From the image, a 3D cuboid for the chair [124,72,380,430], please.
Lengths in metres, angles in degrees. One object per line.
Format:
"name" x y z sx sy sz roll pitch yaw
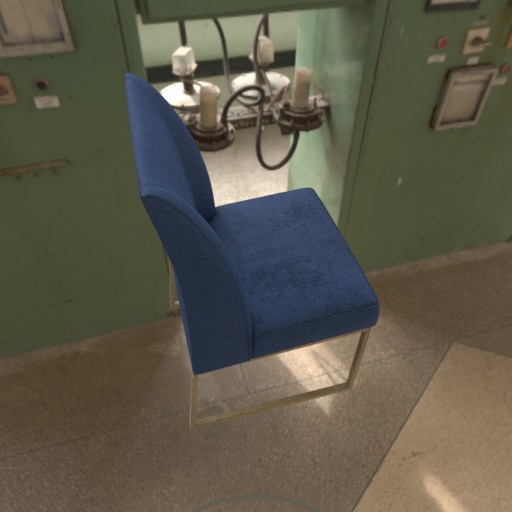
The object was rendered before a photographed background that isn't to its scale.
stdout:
"chair" 0.000 0.000 1.196 0.522 0.863 0.508 -11 47 -10
